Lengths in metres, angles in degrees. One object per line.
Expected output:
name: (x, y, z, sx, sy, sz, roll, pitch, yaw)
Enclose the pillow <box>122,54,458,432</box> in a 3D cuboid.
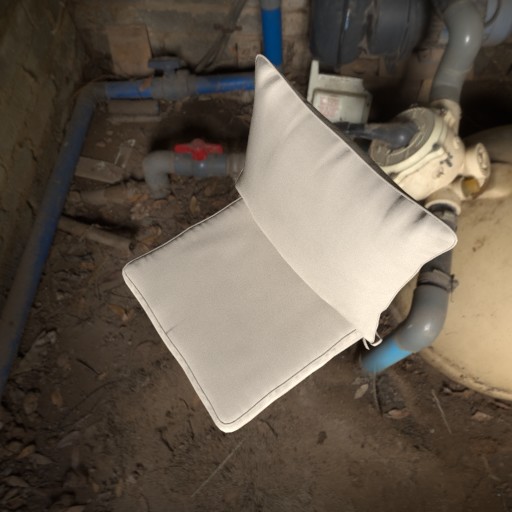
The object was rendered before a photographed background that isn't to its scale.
pillow: (0.000, 0.000, 1.359, 0.733, 0.716, 0.798, -32, 67, -16)
